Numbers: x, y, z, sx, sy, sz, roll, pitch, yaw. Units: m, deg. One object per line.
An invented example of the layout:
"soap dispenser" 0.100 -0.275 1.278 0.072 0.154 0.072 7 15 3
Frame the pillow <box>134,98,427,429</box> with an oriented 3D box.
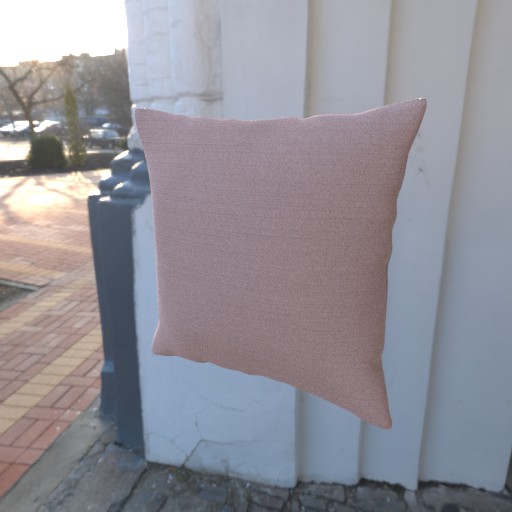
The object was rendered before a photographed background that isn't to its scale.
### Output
"pillow" 0.000 0.000 0.707 0.470 0.464 0.175 9 19 27
